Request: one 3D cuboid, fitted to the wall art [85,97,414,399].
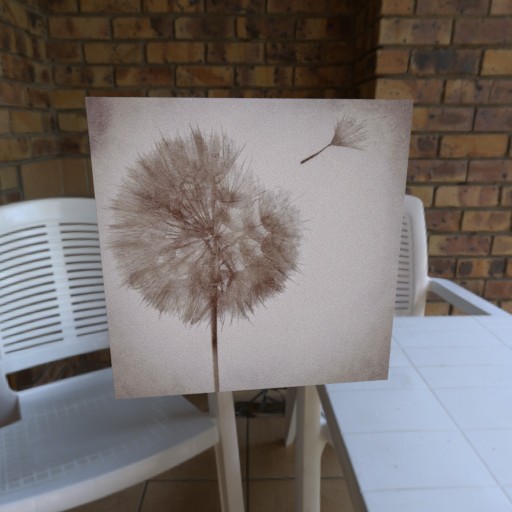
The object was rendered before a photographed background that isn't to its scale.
[{"bbox_3d":[0.000,0.000,1.138,0.762,0.762,0.027,-2,16,-7],"label":"wall art"}]
